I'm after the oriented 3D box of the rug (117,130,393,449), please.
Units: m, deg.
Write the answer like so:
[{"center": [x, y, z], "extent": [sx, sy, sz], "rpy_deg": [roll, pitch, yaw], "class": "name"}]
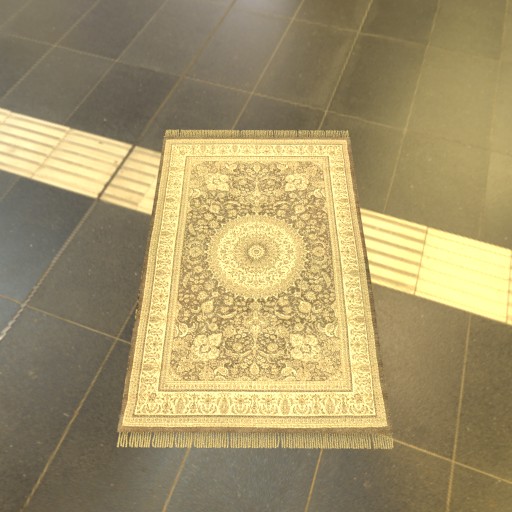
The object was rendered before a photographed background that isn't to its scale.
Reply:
[{"center": [0.000, 0.000, 4.259], "extent": [2.143, 0.015, 3.422], "rpy_deg": [0, 59, 0], "class": "rug"}]
